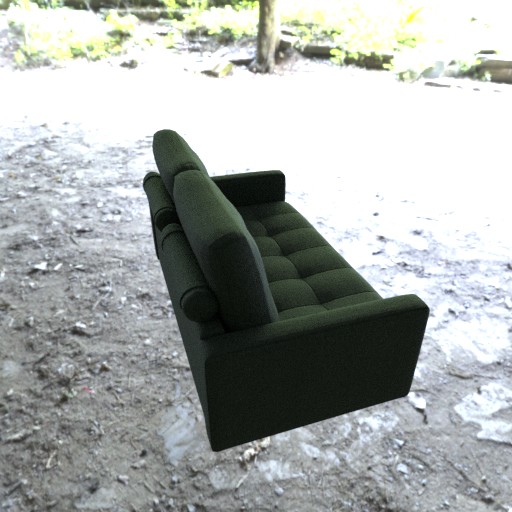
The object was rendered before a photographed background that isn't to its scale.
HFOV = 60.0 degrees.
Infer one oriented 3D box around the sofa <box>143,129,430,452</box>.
[{"bbox_3d":[0.000,0.000,2.002,0.842,0.907,1.407,-10,33,-16],"label":"sofa"}]
